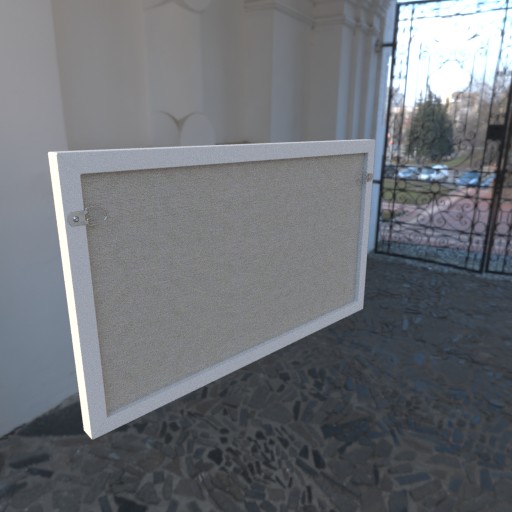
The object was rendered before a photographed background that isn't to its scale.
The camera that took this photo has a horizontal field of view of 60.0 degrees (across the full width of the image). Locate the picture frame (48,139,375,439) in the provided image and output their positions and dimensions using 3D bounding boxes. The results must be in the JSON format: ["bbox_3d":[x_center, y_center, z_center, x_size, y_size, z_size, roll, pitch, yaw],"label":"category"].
[{"bbox_3d":[0.000,0.000,0.771,0.647,0.379,0.044,-15,22,-41],"label":"picture frame"}]
